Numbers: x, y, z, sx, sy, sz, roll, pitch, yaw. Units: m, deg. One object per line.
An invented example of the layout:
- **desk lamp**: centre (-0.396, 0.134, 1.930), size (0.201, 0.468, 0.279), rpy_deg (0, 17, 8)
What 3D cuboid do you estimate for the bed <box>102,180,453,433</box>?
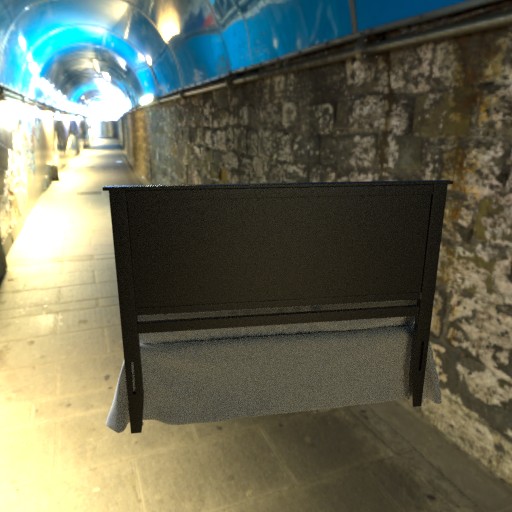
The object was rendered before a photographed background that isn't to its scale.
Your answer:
- **bed**: centre (0.000, 0.000, 3.182), size (1.870, 1.270, 2.050), rpy_deg (-2, 16, -8)
